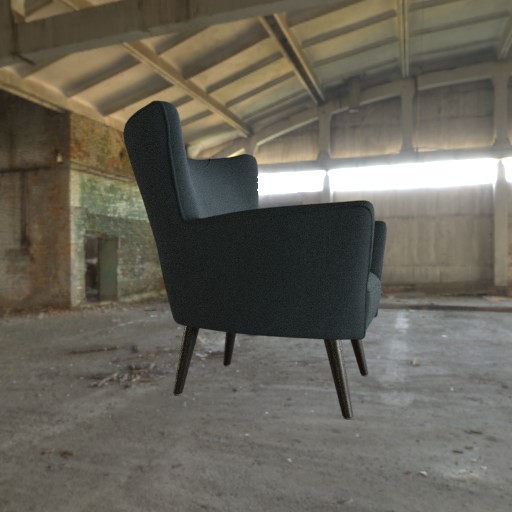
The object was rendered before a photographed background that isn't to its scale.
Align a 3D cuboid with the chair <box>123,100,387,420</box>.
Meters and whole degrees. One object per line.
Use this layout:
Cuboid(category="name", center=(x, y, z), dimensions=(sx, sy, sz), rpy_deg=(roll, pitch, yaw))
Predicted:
Cuboid(category="chair", center=(0.000, 0.000, 1.620), dimensions=(0.888, 0.933, 0.781), rpy_deg=(0, 0, 19))
